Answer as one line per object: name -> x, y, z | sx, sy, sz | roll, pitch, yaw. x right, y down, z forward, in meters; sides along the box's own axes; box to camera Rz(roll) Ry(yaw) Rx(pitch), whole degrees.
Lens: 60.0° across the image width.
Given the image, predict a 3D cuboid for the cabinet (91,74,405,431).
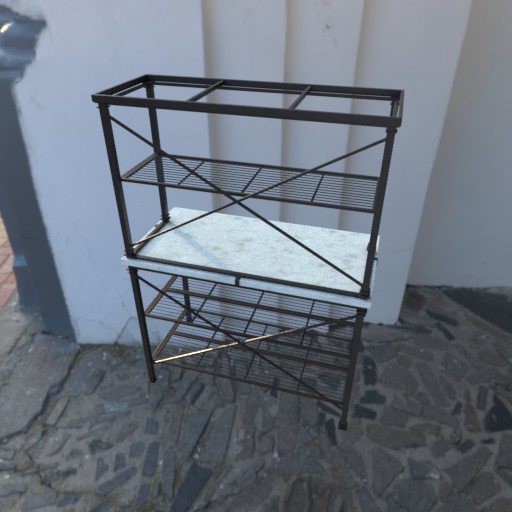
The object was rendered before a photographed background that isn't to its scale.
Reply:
cabinet -> 0.000, 0.000, 2.296 | 1.210, 1.659, 0.610 | 9, 34, 14
